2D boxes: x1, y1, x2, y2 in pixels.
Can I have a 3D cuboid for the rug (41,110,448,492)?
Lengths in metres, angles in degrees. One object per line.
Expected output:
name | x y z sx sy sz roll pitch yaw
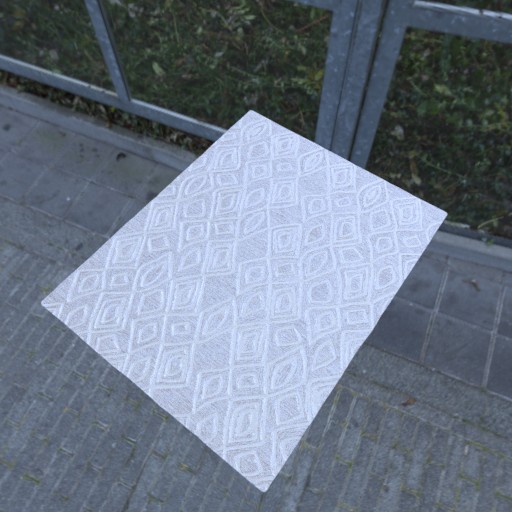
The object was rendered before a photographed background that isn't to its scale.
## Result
rug | 0.000 0.000 4.113 2.449 0.025 3.049 33 65 18
